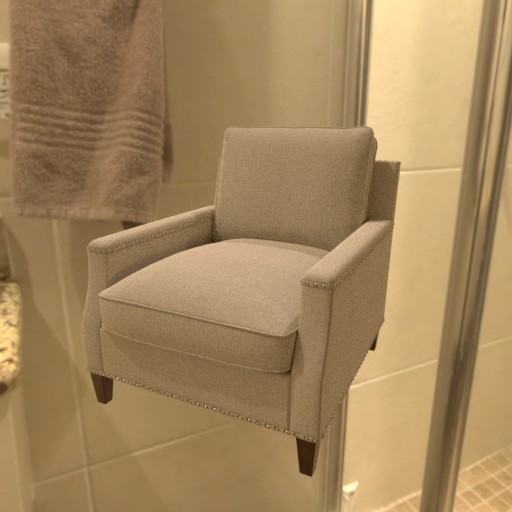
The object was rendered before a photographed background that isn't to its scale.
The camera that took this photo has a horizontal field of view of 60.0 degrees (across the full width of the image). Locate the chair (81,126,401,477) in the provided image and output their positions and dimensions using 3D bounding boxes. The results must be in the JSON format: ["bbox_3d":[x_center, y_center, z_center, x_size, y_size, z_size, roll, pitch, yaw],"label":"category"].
[{"bbox_3d":[0.000,0.000,1.666,0.853,0.943,1.014,8,18,25],"label":"chair"}]
